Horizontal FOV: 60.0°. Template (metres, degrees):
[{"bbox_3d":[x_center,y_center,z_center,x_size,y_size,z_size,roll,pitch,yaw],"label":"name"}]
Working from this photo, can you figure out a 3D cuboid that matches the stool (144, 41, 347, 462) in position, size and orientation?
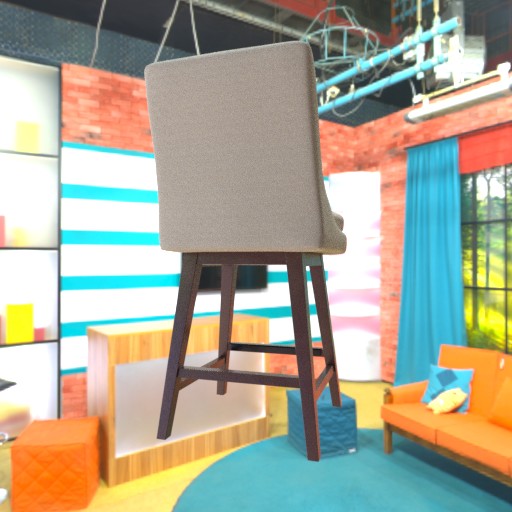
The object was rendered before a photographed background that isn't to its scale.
[{"bbox_3d":[0.000,0.000,1.314,0.483,0.991,0.559,0,0,18],"label":"stool"}]
